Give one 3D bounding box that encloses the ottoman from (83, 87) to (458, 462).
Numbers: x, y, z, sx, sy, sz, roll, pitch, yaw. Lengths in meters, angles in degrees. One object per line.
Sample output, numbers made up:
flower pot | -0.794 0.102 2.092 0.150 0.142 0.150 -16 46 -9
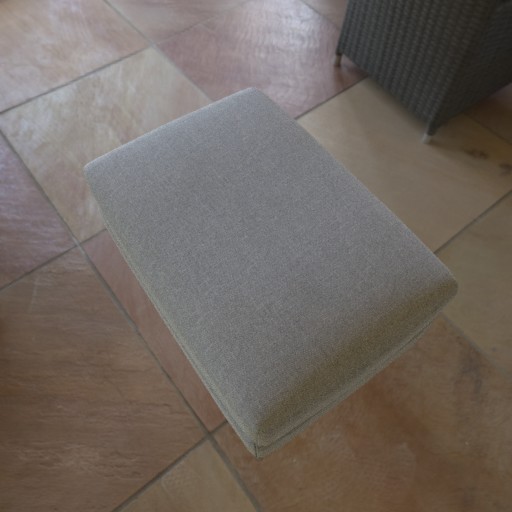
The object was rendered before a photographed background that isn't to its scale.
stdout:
ottoman | 0.000 0.000 1.200 0.584 0.457 0.838 -31 64 -17
